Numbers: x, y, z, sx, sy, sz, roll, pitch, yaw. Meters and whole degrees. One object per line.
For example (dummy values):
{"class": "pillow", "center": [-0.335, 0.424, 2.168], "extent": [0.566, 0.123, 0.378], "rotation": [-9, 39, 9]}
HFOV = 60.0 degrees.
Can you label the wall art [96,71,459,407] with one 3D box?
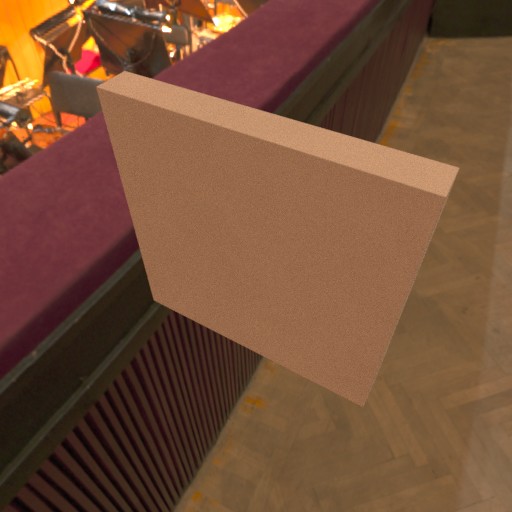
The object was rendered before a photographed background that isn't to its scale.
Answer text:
{"class": "wall art", "center": [0.000, 0.000, 0.459], "extent": [0.305, 0.305, 0.038], "rotation": [23, 51, 20]}
